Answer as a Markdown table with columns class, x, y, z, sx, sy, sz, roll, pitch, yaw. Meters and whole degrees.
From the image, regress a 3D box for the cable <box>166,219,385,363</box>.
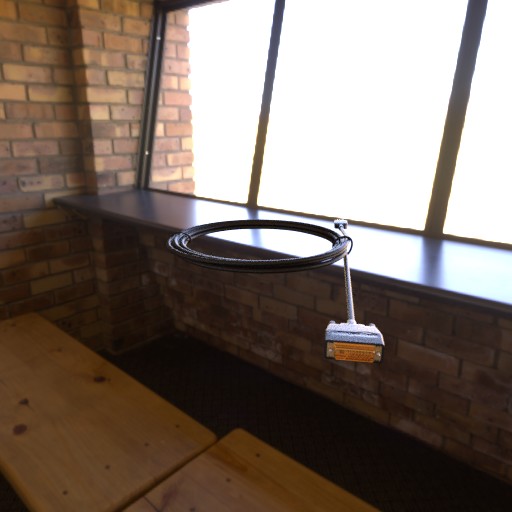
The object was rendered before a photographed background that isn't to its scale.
| class | x | y | z | sx | sy | sz | roll | pitch | yaw |
| --- | --- | --- | --- | --- | --- | --- | --- | --- | --- |
| cable | 0.000 | 0.000 | 0.531 | 0.257 | 0.030 | 0.422 | 3 | 17 | 9 |
